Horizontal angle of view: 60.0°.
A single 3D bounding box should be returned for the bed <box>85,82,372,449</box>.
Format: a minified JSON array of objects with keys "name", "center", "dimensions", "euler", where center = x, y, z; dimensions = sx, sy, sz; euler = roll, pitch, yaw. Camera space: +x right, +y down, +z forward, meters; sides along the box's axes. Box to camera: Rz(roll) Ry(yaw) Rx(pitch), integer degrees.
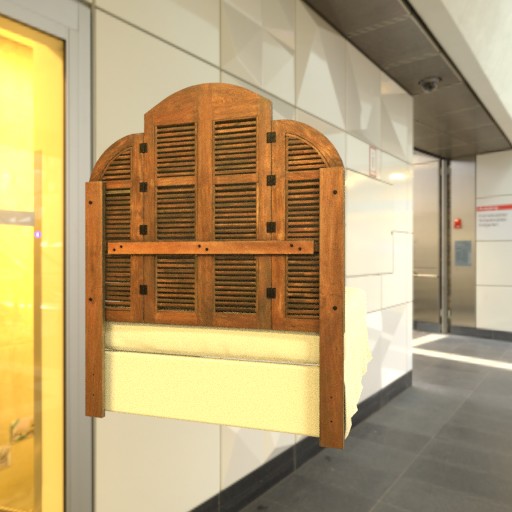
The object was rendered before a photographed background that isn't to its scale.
[{"name":"bed","center":[0.000,0.000,3.566],"dimensions":[1.713,2.019,2.138],"euler":[0,0,17]}]
